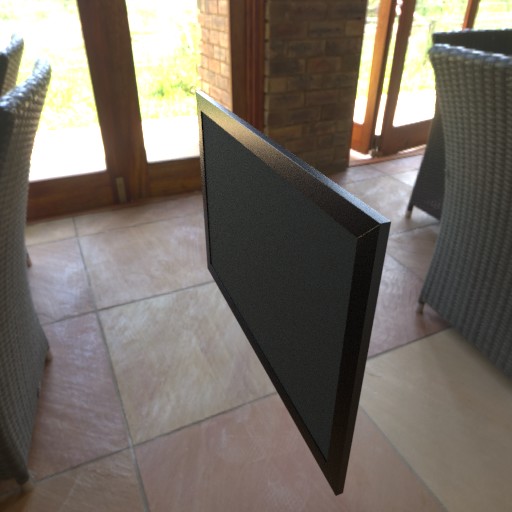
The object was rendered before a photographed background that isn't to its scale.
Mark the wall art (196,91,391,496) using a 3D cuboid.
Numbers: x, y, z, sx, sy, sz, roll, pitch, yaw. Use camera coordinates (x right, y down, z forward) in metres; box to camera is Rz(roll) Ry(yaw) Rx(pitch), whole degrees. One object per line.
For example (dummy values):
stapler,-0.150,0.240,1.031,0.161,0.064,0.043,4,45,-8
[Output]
wall art,0.000,0.000,0.796,0.013,0.447,0.660,-12,33,-18
